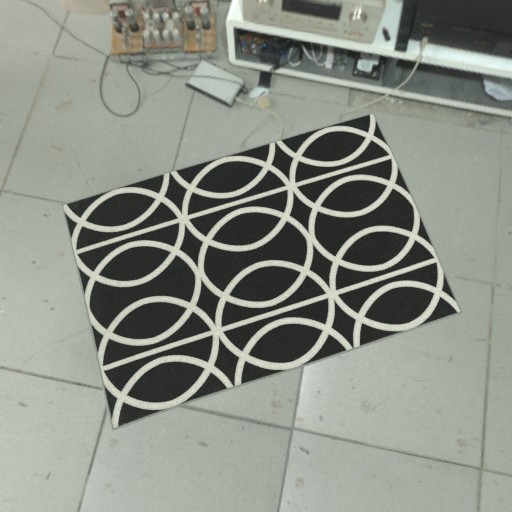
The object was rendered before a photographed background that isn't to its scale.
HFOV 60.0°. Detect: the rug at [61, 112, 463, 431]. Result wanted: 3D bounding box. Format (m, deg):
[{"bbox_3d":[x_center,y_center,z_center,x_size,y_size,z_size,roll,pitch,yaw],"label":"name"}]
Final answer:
[{"bbox_3d":[0.000,0.000,2.907,2.290,0.014,1.526,-17,76,-5],"label":"rug"}]
